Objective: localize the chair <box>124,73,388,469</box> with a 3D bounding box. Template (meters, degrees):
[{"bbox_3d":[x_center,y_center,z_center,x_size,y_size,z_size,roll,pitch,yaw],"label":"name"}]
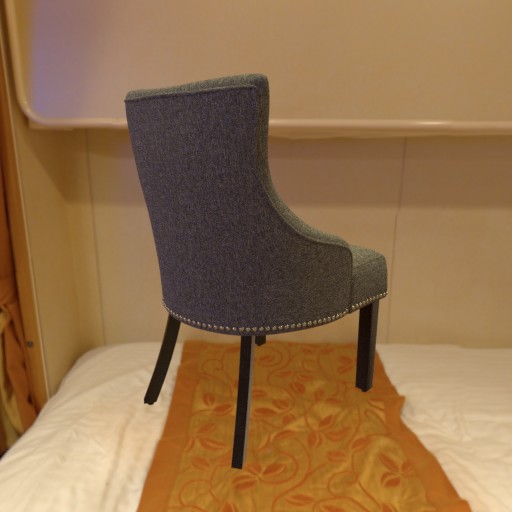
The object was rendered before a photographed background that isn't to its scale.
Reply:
[{"bbox_3d":[0.000,0.000,1.300,0.566,0.909,0.629,14,20,42],"label":"chair"}]
